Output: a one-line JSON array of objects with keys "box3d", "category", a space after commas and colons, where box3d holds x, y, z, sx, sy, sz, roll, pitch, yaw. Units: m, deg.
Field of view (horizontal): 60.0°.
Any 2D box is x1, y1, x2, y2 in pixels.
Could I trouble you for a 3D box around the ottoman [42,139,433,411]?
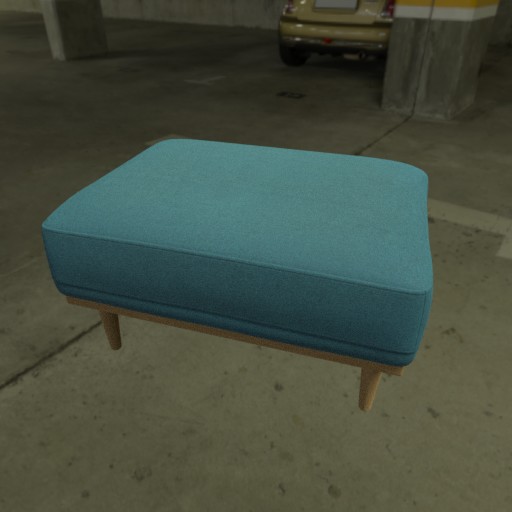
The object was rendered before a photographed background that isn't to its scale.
[{"box3d": [0.000, 0.000, 1.065, 0.749, 0.428, 0.549, 9, 34, 15], "category": "ottoman"}]
